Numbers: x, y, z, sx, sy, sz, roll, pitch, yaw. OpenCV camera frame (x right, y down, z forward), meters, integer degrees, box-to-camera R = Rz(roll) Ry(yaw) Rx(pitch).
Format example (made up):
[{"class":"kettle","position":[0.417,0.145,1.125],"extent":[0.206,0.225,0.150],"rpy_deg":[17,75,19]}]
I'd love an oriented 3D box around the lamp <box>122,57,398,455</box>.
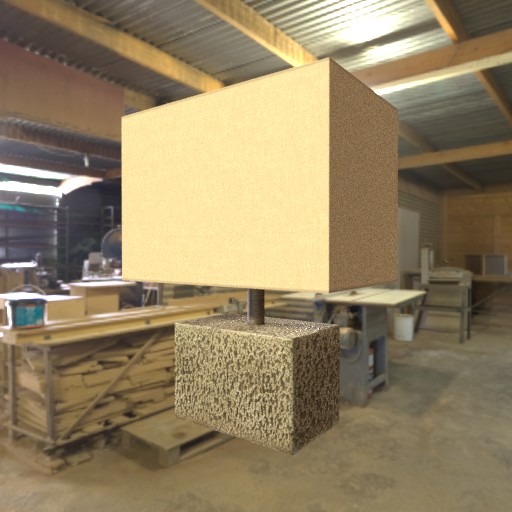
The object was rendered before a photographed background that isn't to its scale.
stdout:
[{"class":"lamp","position":[0.000,0.000,0.552],"extent":[0.294,0.411,0.180],"rpy_deg":[0,1,36]}]
